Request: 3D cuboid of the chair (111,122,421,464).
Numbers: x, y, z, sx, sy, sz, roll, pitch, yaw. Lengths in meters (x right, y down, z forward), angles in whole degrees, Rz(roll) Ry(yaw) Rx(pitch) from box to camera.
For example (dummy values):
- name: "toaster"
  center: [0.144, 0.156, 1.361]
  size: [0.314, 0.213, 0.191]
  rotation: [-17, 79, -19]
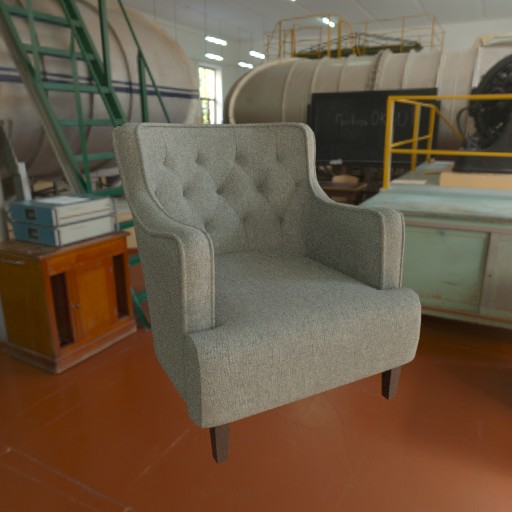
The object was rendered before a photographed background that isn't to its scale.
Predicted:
- name: "chair"
  center: [0.000, 0.000, 1.567]
  size: [0.820, 0.920, 0.910]
  rotation: [-9, 19, -27]
